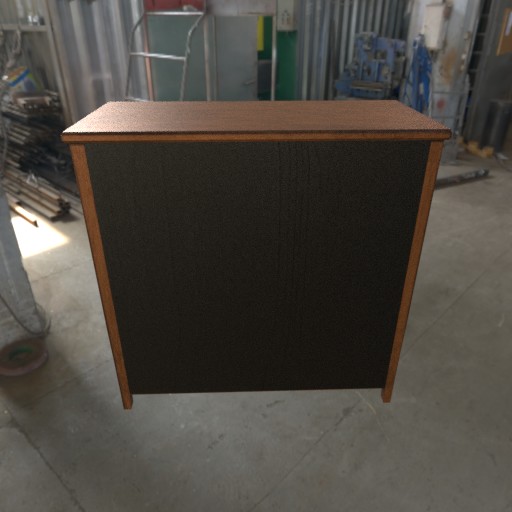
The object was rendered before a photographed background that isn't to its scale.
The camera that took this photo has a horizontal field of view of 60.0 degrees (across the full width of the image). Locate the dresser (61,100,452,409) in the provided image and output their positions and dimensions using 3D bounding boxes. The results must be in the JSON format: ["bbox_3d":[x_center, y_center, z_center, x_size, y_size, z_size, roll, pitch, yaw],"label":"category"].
[{"bbox_3d":[0.000,0.000,1.960,1.250,1.224,0.591,-1,28,-2],"label":"dresser"}]
